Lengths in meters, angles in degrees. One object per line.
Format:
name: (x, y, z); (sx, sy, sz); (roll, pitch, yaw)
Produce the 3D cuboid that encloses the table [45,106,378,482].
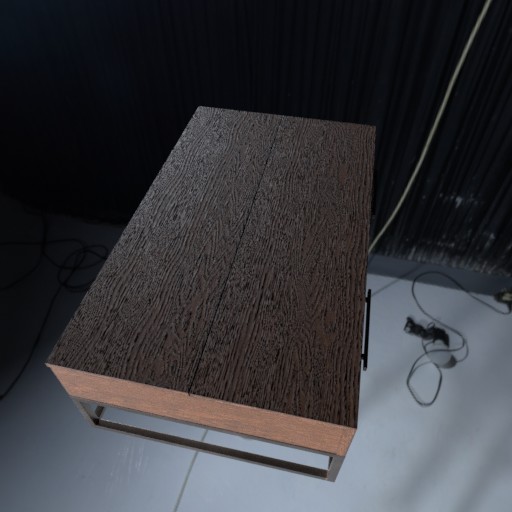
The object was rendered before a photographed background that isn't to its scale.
table: (0.000, 0.000, 1.464); (0.719, 0.361, 1.167); (9, 48, 8)
